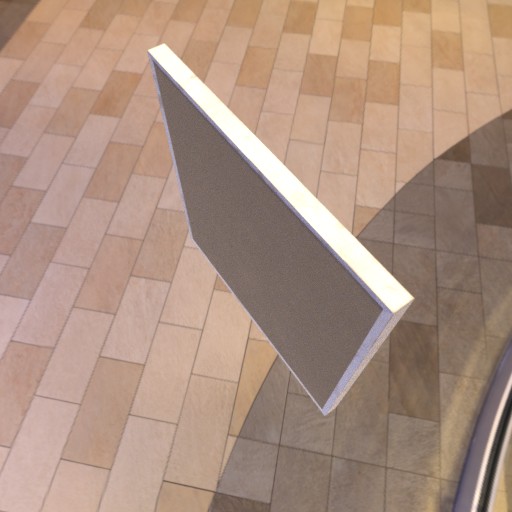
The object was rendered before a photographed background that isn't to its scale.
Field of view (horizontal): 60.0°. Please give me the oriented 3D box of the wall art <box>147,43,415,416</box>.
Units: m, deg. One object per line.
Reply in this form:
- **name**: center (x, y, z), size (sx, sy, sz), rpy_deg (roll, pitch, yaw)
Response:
- **wall art**: center (0.000, 0.000, 0.761), size (0.029, 0.506, 0.508), rpy_deg (-31, 64, -17)
